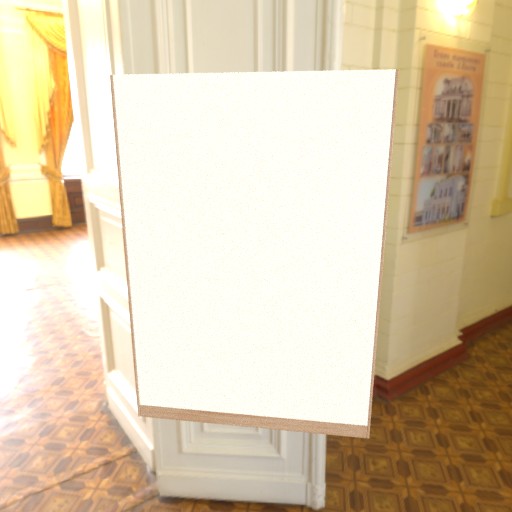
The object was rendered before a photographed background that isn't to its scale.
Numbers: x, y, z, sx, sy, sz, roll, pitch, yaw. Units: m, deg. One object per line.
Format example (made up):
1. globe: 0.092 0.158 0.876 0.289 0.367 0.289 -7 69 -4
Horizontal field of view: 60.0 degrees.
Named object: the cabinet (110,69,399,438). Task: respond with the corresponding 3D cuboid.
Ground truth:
1. cabinet: 0.000 0.000 2.837 1.500 2.120 0.590 2 16 8
